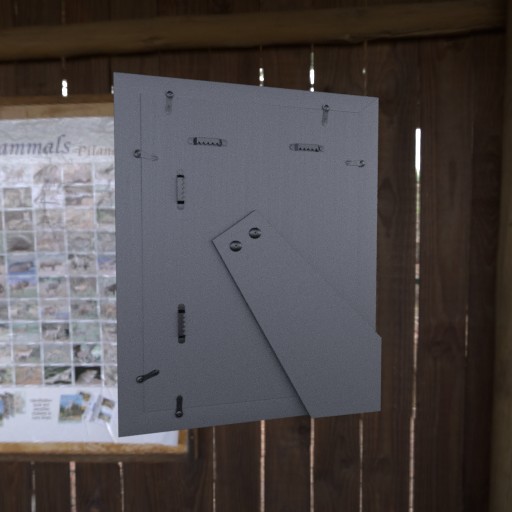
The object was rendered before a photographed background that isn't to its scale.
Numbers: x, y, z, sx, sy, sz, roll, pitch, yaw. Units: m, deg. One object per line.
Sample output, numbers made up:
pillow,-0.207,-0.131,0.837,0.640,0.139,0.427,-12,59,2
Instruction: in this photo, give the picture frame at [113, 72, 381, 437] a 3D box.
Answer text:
picture frame,0.000,0.000,0.510,0.307,0.383,0.036,-1,3,-16
